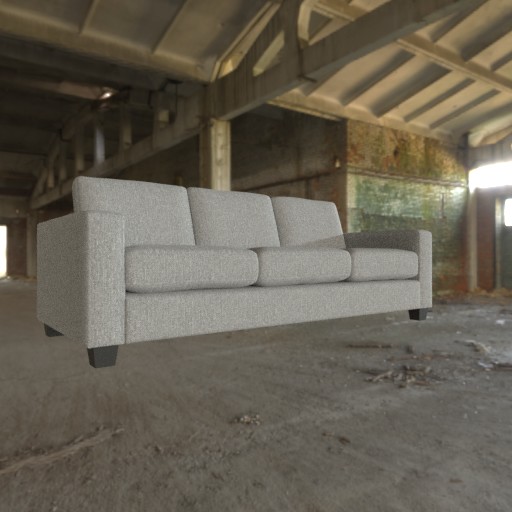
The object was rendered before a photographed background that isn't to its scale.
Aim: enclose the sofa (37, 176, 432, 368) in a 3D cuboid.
[{"bbox_3d":[0.000,0.000,2.514,2.120,0.800,0.900,0,0,-36],"label":"sofa"}]
